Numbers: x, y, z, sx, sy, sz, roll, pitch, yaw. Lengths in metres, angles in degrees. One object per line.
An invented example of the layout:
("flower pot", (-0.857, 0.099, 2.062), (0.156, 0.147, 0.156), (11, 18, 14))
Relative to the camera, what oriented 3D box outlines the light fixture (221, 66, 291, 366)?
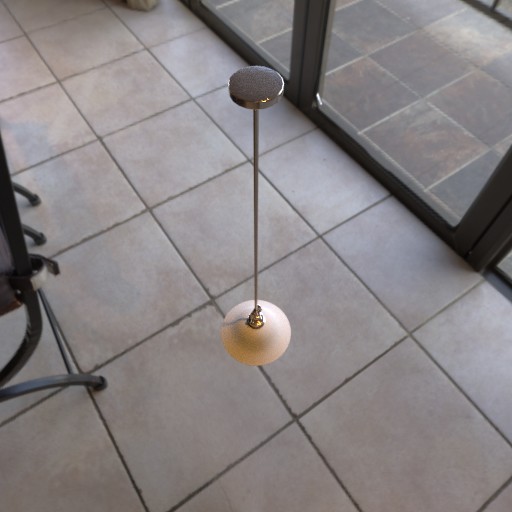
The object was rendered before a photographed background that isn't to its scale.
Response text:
("light fixture", (0.000, 0.000, 1.481), (0.324, 1.354, 0.324), (33, 64, 18))
